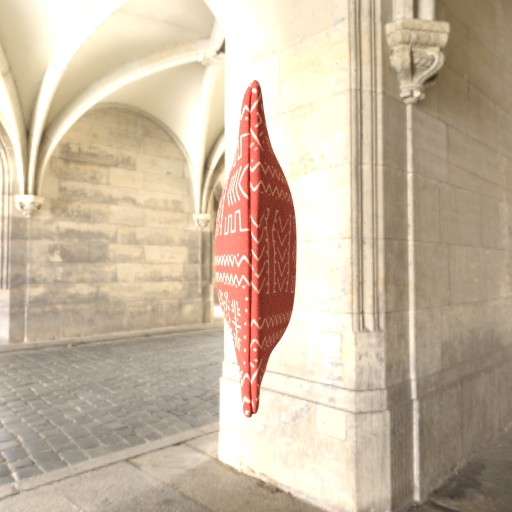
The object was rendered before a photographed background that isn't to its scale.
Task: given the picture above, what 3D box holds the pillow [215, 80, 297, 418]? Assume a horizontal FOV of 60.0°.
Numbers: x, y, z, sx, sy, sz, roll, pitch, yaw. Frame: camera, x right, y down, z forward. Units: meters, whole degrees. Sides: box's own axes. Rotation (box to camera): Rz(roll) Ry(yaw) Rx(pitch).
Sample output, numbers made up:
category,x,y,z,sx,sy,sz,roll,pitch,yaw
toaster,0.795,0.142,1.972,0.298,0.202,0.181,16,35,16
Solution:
category,x,y,z,sx,sy,sz,roll,pitch,yaw
pillow,0.000,0.000,0.773,0.130,0.352,0.640,0,-2,-1
